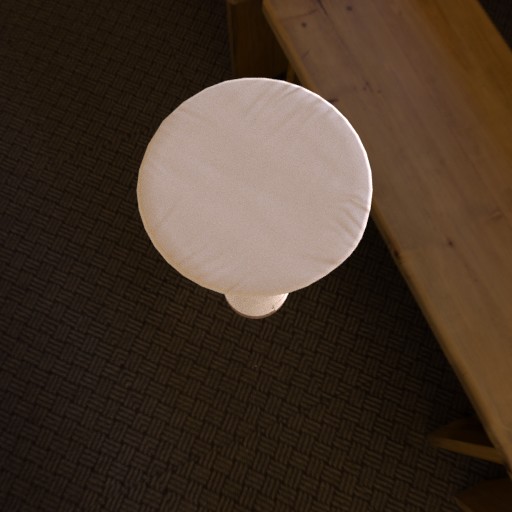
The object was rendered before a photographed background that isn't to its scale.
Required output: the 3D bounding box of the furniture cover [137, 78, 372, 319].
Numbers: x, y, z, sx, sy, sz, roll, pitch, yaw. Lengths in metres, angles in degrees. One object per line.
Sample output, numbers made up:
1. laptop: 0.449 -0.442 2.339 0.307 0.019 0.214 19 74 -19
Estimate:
1. furniture cover: 0.000 0.000 2.880 0.914 2.413 0.914 34 78 8
